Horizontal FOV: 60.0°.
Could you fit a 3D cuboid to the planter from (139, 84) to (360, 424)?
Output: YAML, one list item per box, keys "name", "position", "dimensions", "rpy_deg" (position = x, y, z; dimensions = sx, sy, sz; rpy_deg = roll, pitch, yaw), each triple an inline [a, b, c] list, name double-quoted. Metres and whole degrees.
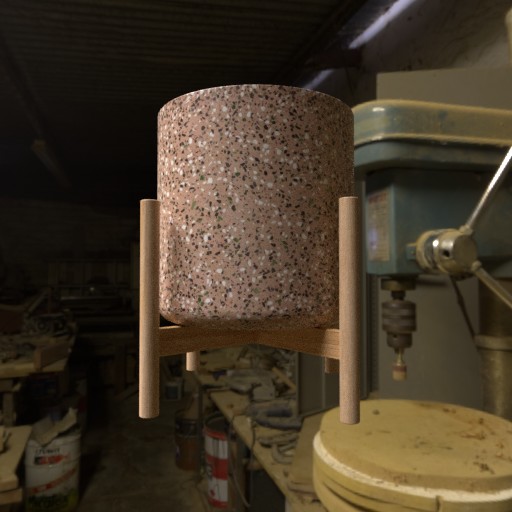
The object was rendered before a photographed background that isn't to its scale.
- name: "planter"
  position: [0.000, 0.000, 0.697]
  dimensions: [0.360, 0.419, 0.360]
  rpy_deg: [0, -1, -18]
